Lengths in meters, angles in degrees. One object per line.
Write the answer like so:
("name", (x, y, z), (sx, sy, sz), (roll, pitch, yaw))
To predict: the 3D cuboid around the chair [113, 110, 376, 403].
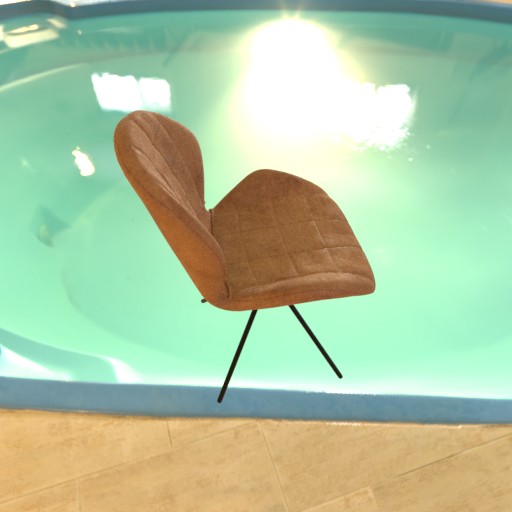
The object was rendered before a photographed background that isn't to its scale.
("chair", (0.000, 0.000, 1.343), (0.640, 0.929, 0.527), (-9, 48, -8))
